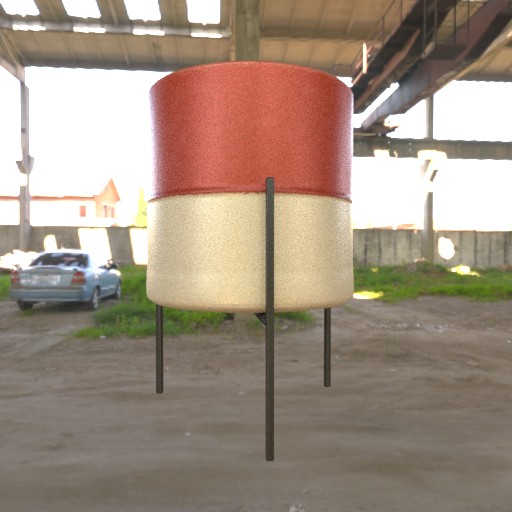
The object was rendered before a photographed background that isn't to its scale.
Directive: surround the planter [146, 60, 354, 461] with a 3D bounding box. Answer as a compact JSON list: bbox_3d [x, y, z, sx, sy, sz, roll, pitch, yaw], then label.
[{"bbox_3d":[0.000,0.000,0.519,0.251,0.354,0.235,-1,1,-37],"label":"planter"}]
